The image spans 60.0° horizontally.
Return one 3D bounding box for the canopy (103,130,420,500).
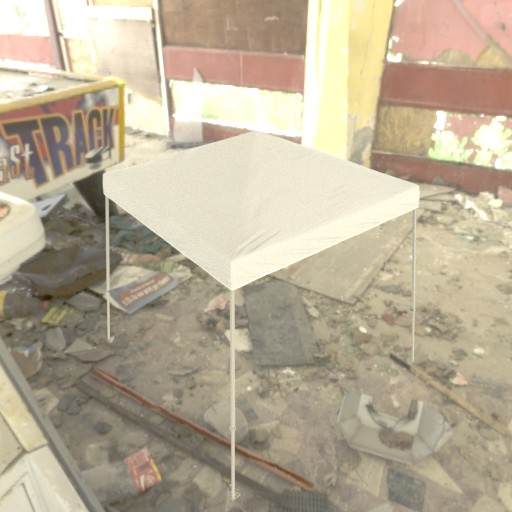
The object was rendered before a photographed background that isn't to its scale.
[{"bbox_3d":[0.000,0.000,6.398,3.600,3.600,3.599,-22,37,-33],"label":"canopy"}]
